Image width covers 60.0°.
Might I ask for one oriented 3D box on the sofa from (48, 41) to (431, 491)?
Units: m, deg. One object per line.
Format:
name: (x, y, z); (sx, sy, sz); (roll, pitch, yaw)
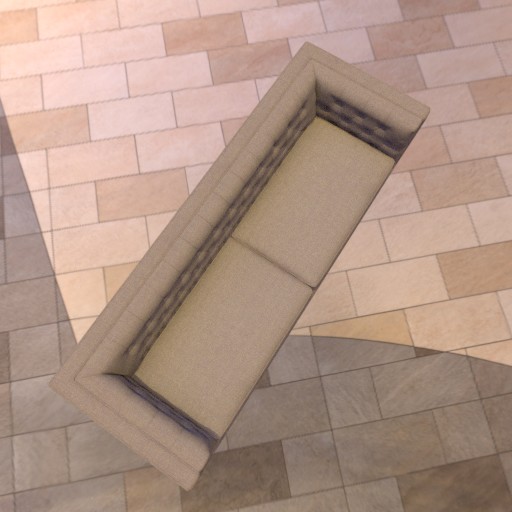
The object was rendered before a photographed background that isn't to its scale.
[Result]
sofa: (0.000, 0.000, 2.473); (0.775, 0.762, 2.159); (32, 77, 8)
